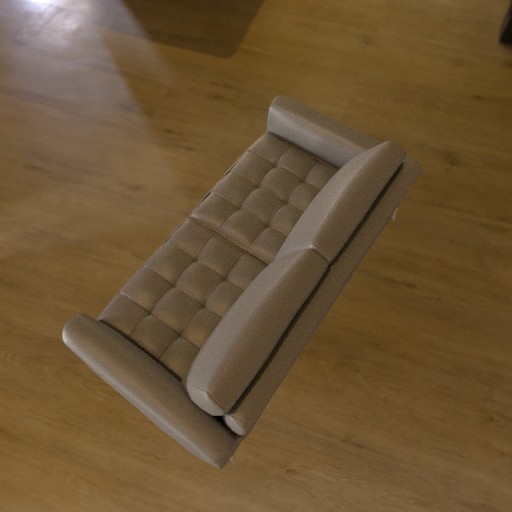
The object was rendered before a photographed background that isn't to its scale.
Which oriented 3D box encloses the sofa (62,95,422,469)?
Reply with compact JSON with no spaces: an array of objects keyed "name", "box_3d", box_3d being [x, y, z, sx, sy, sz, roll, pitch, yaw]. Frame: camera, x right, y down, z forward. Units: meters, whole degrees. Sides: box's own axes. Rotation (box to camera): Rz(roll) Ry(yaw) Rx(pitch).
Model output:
[{"name":"sofa","box_3d":[0.000,0.000,2.684,1.121,0.930,2.177,32,68,15]}]
